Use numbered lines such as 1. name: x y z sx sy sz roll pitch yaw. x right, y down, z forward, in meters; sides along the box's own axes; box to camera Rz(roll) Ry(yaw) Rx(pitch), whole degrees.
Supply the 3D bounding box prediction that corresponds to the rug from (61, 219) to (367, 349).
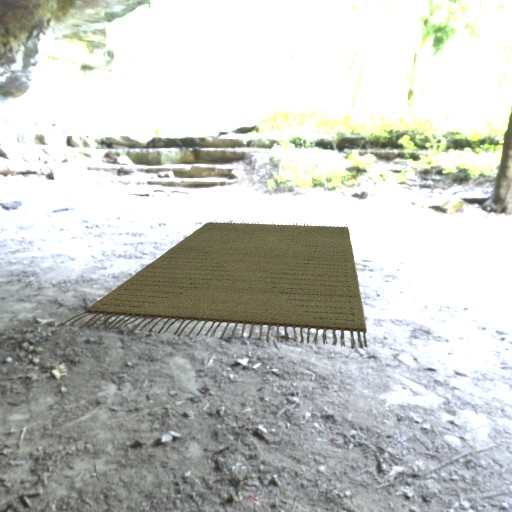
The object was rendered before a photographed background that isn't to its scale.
1. rug: 0.000 0.000 2.062 0.905 0.017 1.718 3 16 9
